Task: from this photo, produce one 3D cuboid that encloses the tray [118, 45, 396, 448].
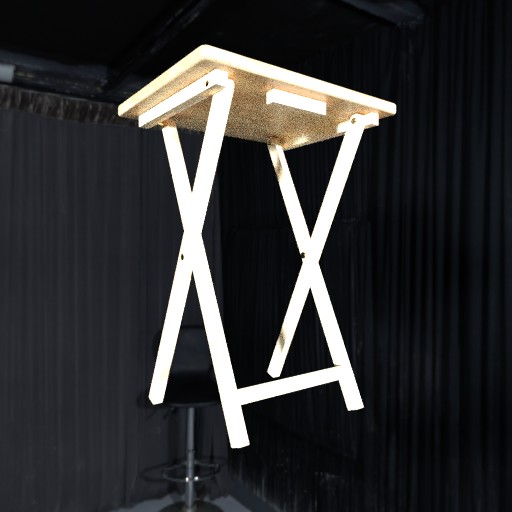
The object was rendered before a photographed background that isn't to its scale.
[{"bbox_3d":[0.000,0.000,0.977,0.483,0.660,0.381,-1,1,-37],"label":"tray"}]
